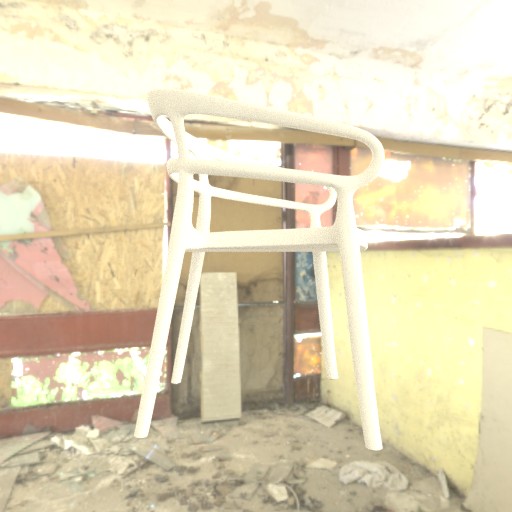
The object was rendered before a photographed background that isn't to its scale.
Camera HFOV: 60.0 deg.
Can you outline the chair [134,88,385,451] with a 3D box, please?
[{"bbox_3d":[0.000,0.000,1.120,0.527,0.761,0.559,0,0,0],"label":"chair"}]
